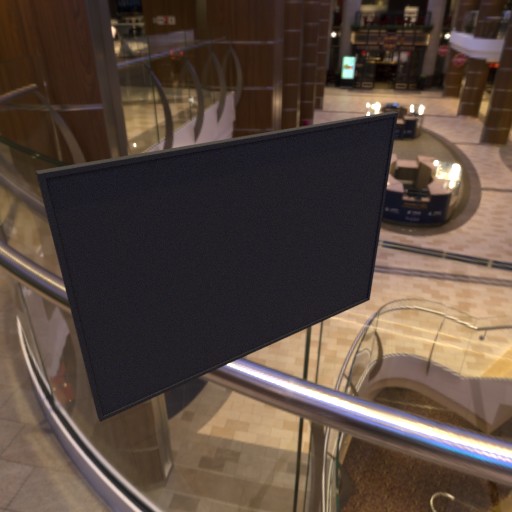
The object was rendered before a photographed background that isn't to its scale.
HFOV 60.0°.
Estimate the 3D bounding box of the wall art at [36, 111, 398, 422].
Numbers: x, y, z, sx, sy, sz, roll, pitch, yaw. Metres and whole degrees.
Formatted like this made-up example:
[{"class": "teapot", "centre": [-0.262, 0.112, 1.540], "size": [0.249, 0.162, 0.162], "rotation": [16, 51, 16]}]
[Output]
[{"class": "wall art", "centre": [0.000, 0.000, 1.484], "size": [1.190, 0.805, 0.028], "rotation": [-18, 34, -29]}]
